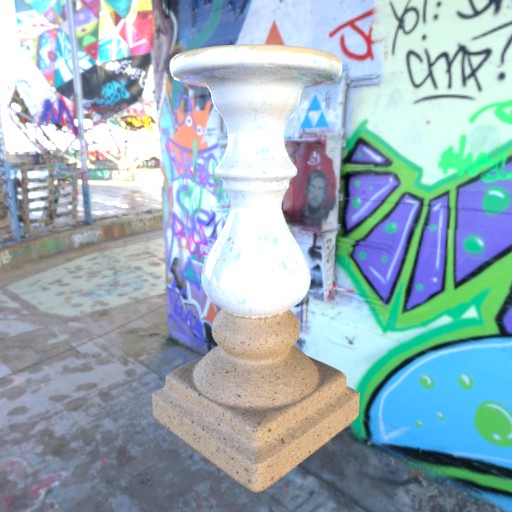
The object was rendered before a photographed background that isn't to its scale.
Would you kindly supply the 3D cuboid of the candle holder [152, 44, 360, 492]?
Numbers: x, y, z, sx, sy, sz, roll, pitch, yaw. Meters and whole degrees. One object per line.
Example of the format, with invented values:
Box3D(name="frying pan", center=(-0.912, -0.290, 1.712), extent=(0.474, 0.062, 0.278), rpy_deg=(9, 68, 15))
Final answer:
Box3D(name="candle holder", center=(0.000, 0.000, 0.293), extent=(0.110, 0.239, 0.110), rpy_deg=(14, 19, 43))
